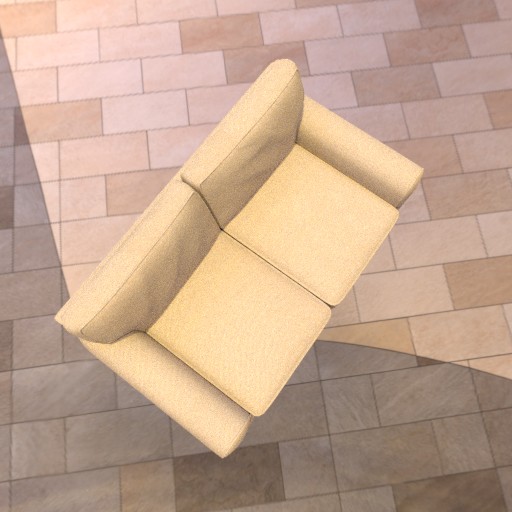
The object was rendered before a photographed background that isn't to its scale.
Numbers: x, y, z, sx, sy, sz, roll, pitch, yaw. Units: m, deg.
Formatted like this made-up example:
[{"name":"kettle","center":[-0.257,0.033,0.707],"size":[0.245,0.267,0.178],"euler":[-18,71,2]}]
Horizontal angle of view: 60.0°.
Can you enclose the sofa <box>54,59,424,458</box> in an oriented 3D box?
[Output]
[{"name":"sofa","center":[0.000,0.000,2.327],"size":[0.991,0.940,1.727],"euler":[35,77,9]}]
